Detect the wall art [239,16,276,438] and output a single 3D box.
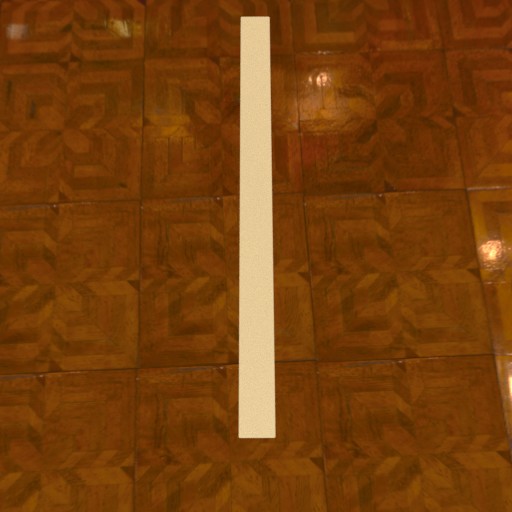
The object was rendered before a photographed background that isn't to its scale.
[{"bbox_3d":[0.000,0.000,0.755,0.037,0.508,0.508,0,76,0],"label":"wall art"}]
